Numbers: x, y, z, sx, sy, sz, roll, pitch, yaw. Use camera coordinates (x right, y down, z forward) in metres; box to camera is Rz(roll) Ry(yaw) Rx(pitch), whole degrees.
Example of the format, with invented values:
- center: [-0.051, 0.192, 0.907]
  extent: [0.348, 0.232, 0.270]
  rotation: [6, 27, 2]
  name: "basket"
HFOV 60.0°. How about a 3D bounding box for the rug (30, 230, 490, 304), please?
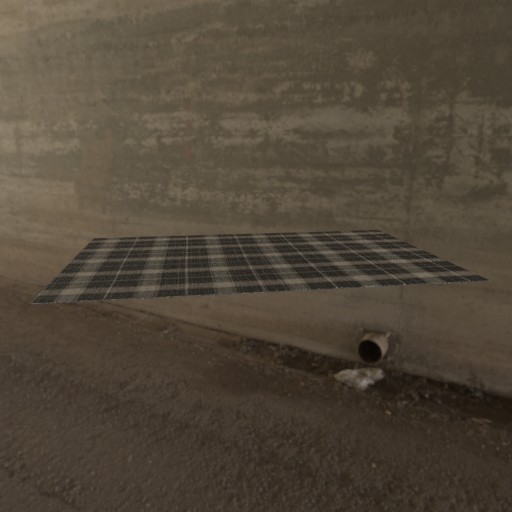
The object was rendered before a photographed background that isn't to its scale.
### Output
- center: [0.000, 0.000, 3.026]
  extent: [2.434, 0.015, 1.520]
  rotation: [-2, 14, -8]
  name: "rug"
